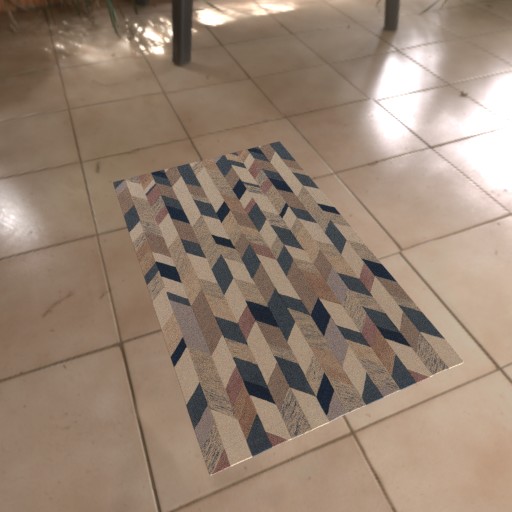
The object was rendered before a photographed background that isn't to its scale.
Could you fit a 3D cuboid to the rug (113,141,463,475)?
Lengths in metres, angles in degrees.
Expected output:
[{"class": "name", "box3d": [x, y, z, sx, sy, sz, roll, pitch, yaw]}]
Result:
[{"class": "rug", "box3d": [0.000, 0.000, 3.043, 1.513, 0.008, 2.423, -17, 50, -16]}]
